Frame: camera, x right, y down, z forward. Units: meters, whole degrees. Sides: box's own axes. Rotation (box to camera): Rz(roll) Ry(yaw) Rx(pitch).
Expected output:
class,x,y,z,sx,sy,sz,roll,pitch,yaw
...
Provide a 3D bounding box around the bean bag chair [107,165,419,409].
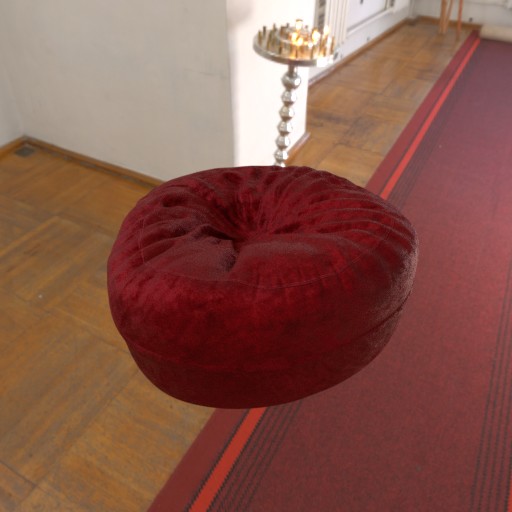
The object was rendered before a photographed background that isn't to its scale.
class,x,y,z,sx,sy,sz,roll,pitch,yaw
bean bag chair,0.000,0.000,2.385,1.524,0.878,1.524,-11,43,-12
